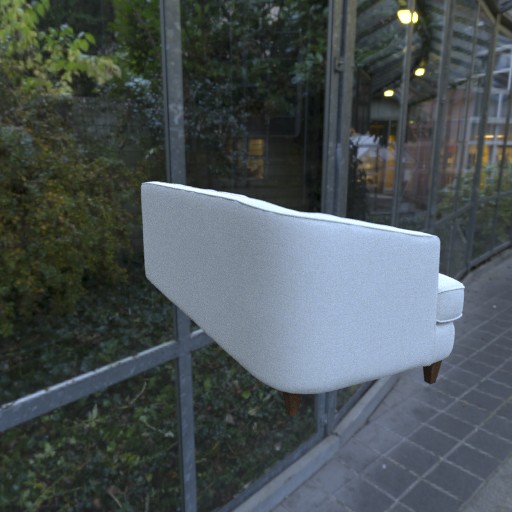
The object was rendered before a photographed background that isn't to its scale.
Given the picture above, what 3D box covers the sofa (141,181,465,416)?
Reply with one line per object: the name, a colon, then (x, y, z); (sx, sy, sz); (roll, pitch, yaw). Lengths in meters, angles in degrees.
sofa: (0.000, 0.000, 2.705); (0.941, 0.855, 2.278); (-7, 14, -27)
